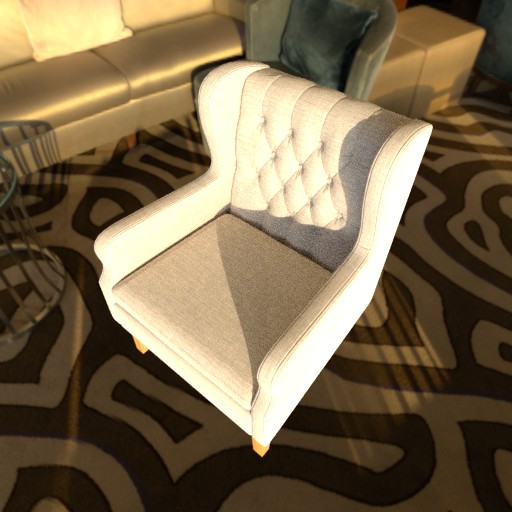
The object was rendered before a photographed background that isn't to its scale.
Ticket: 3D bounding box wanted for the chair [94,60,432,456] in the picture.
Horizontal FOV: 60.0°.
[{"bbox_3d":[0.000,0.000,1.441,0.710,0.930,0.760,32,54,26],"label":"chair"}]
